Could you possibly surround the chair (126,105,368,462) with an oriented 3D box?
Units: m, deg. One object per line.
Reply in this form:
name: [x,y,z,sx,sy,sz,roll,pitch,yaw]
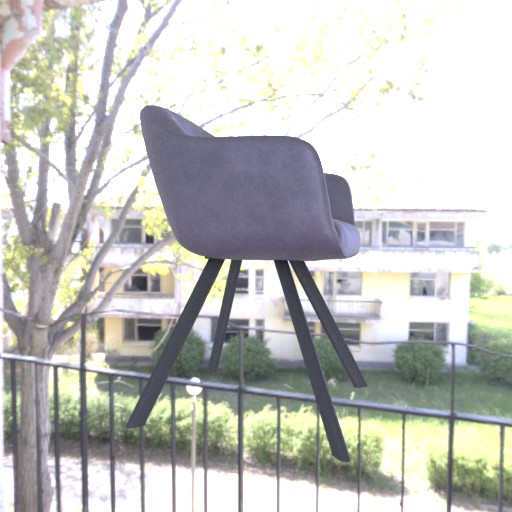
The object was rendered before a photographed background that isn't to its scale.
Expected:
chair: [0.000,0.000,1.160,0.544,0.781,0.567,1,3,18]
